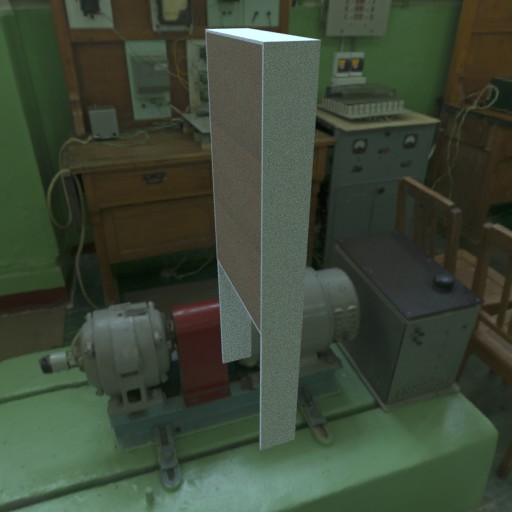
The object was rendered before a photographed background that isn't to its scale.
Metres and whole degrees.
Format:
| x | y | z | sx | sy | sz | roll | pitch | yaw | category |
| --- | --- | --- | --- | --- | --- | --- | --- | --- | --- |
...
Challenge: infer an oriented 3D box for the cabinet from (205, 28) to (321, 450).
| x | y | z | sx | sy | sz | roll | pitch | yaw | category |
| --- | --- | --- | --- | --- | --- | --- | --- | --- | --- |
| 0.000 | 0.000 | 1.971 | 0.192 | 1.770 | 0.643 | -10 | 32 | -17 | cabinet |
